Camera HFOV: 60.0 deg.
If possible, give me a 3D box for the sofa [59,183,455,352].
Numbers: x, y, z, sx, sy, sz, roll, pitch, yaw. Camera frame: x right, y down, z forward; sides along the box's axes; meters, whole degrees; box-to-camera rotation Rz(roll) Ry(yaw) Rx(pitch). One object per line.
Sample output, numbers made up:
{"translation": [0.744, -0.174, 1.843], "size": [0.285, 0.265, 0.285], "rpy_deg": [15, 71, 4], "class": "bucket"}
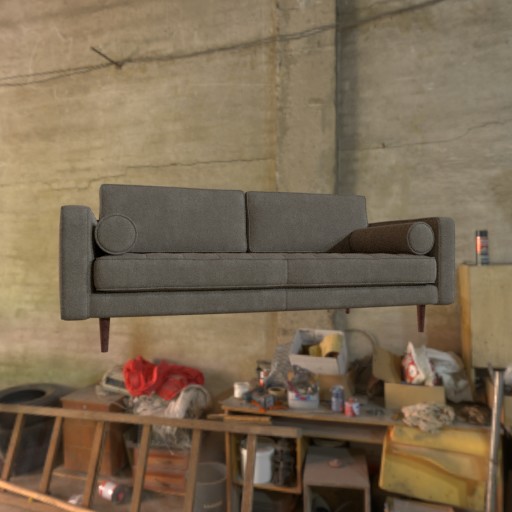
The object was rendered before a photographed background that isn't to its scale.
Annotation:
{"translation": [0.000, 0.000, 2.365], "size": [1.883, 0.769, 0.920], "rpy_deg": [0, 0, -18], "class": "sofa"}
